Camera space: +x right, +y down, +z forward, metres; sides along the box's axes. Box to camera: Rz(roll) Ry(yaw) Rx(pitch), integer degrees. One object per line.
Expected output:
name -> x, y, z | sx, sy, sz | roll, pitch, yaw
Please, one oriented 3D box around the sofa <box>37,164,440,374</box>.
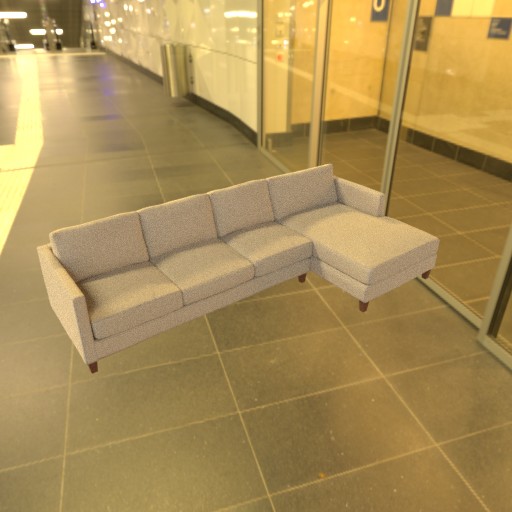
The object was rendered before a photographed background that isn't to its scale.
sofa -> 0.000, 0.000, 3.907 | 3.186, 0.861, 1.625 | -20, 35, -32
